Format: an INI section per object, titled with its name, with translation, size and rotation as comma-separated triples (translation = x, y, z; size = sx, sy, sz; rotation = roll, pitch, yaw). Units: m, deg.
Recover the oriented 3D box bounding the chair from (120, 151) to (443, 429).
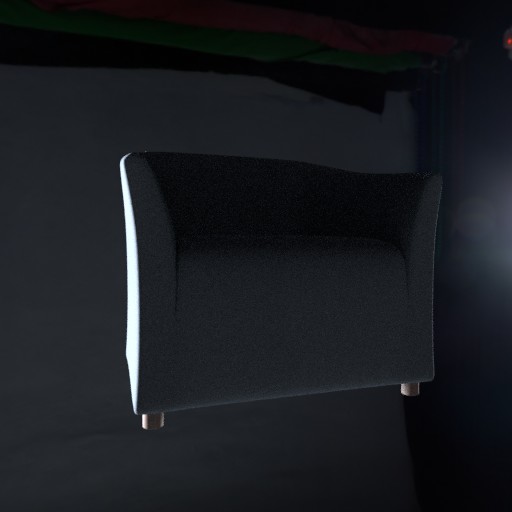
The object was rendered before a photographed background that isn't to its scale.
[chair]
translation = 0.000, 0.000, 1.336
size = 0.790, 0.720, 0.700
rotation = 0, 1, -19
